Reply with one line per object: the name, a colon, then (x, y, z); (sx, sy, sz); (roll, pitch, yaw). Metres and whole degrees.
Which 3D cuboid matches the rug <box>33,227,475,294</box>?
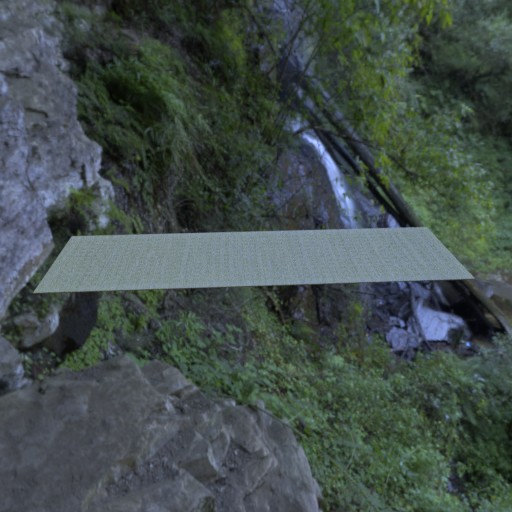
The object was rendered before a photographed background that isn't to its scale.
rug: (0.000, 0.000, 2.741); (2.437, 0.006, 0.686); (-2, 29, -3)
